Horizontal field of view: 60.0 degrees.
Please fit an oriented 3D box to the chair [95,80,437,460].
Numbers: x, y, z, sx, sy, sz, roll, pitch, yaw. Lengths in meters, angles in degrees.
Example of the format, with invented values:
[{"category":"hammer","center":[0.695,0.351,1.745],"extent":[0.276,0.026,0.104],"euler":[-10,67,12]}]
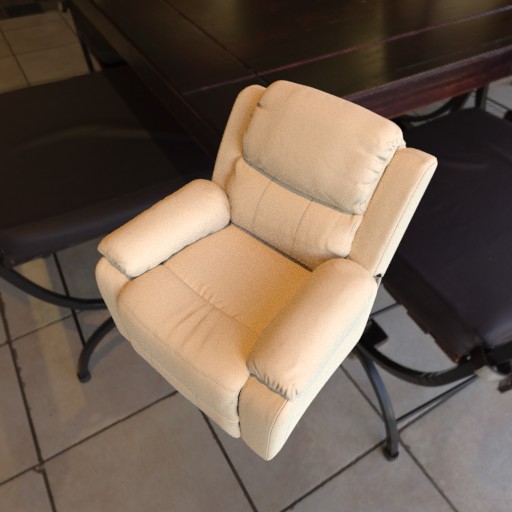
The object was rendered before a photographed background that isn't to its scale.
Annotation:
[{"category":"chair","center":[0.000,0.000,1.228],"extent":[0.680,0.702,0.709],"euler":[32,55,26]}]
